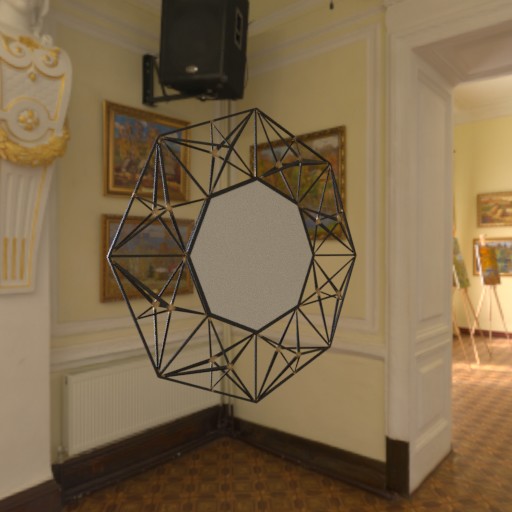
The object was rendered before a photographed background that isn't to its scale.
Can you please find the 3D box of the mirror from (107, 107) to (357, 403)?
[{"bbox_3d":[0.000,0.000,1.065,0.710,0.710,0.094,0,1,-36],"label":"mirror"}]
